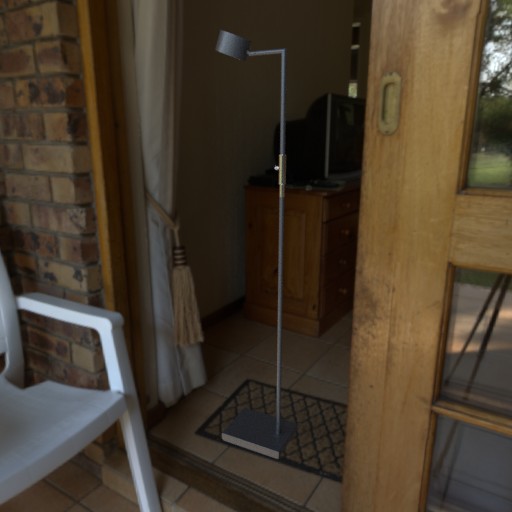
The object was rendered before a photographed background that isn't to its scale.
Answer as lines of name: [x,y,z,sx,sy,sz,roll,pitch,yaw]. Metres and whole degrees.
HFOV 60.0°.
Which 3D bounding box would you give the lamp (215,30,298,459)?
lamp: [0.000,0.000,1.705,0.304,1.600,0.203,8,17,26]
